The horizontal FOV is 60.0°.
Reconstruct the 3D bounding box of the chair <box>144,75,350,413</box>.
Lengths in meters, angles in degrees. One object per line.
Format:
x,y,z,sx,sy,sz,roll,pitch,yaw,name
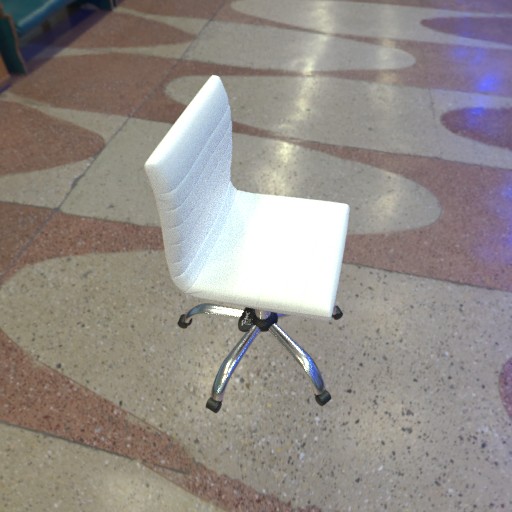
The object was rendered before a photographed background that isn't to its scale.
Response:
0.000,0.000,1.168,0.530,0.780,0.556,10,46,10,chair
